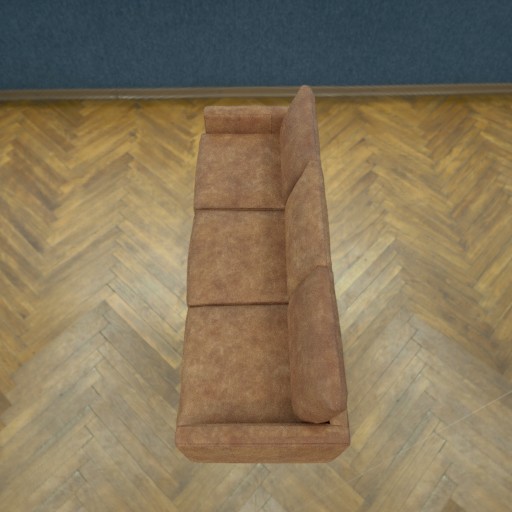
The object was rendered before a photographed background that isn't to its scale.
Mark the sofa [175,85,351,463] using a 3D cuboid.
[{"bbox_3d":[0.000,0.000,2.424,0.748,0.863,2.029,0,58,0],"label":"sofa"}]
